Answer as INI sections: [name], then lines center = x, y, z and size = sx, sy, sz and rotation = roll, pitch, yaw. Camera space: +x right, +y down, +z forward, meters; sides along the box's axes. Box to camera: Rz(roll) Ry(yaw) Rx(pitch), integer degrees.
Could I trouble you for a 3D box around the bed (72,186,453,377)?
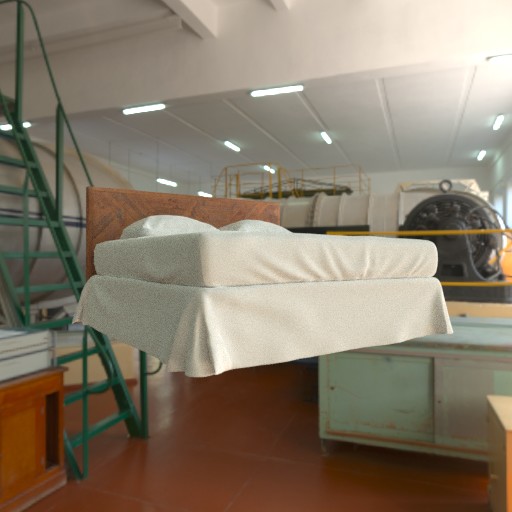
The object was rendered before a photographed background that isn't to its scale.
[bed]
center = 0.000, 0.000, 3.434
size = 2.255, 1.158, 2.165
rotation = 0, 0, -35
